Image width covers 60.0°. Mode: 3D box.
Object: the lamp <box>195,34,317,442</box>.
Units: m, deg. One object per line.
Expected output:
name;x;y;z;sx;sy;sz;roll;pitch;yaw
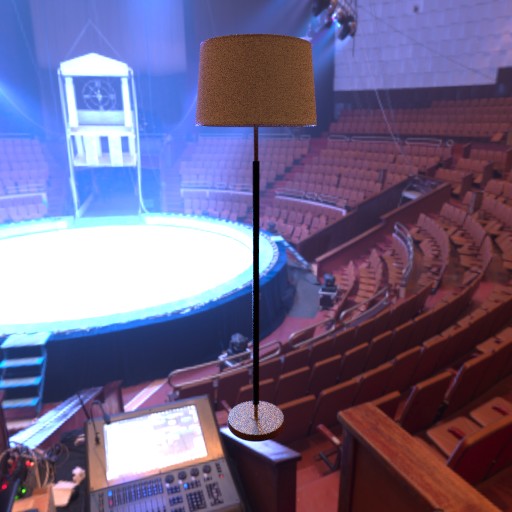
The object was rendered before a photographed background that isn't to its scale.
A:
lamp;0.000;0.000;1.664;0.420;1.447;0.420;0;15;0
